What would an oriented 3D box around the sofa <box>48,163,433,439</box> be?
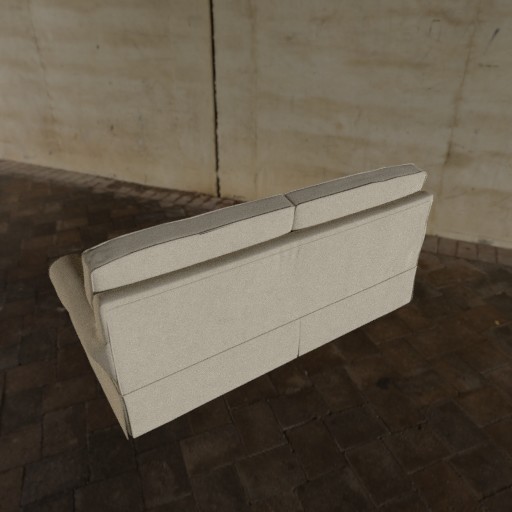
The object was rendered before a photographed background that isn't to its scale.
[{"bbox_3d":[0.000,0.000,2.748,2.246,1.014,0.900,-18,35,-29],"label":"sofa"}]
